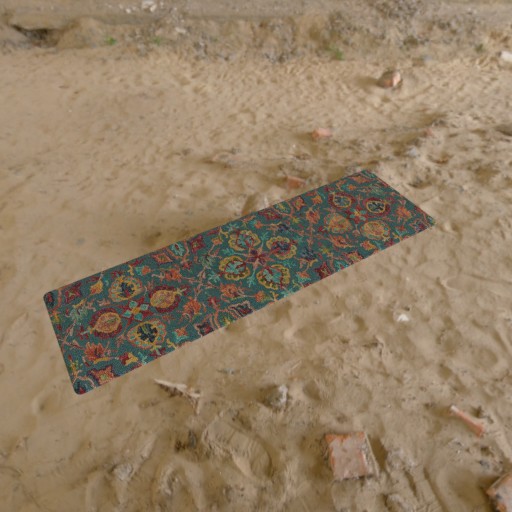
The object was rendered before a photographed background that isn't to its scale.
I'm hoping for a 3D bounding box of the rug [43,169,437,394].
[{"bbox_3d":[0.000,0.000,2.600,2.286,0.013,0.686,-23,50,-21],"label":"rug"}]
